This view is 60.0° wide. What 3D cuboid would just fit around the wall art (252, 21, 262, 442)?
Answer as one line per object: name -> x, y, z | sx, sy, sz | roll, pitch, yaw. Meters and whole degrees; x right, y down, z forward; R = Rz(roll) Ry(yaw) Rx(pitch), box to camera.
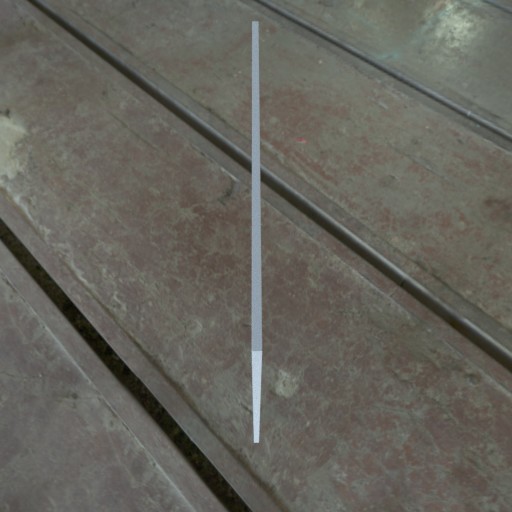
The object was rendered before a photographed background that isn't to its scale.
wall art -> 0.000, 0.000, 1.190 | 0.015, 0.812, 0.812 | 0, 59, 0
